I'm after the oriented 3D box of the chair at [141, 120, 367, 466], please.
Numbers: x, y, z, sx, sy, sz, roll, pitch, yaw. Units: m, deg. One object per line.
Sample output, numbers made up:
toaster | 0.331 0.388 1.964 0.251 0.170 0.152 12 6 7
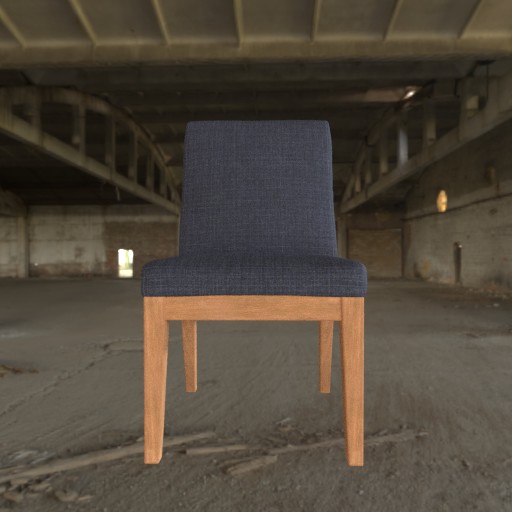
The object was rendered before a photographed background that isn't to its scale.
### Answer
chair | 0.000 0.000 1.240 0.507 0.911 0.586 0 0 1
